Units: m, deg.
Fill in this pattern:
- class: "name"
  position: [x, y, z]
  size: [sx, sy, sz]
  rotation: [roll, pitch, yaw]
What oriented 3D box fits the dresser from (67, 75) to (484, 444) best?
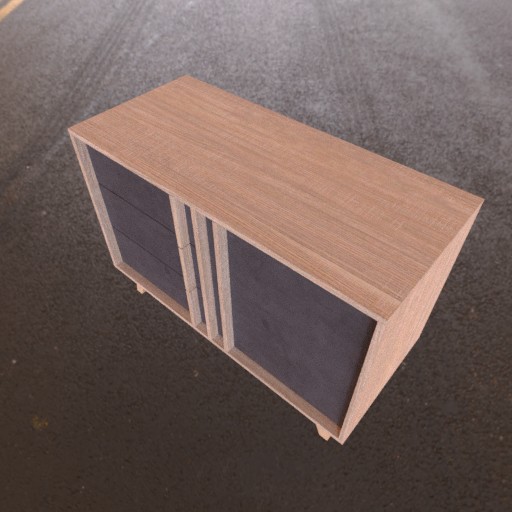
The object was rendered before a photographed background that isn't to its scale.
- class: "dresser"
  position: [0.000, 0.000, 1.532]
  size: [1.110, 0.780, 0.500]
  rotation: [32, 54, 27]
